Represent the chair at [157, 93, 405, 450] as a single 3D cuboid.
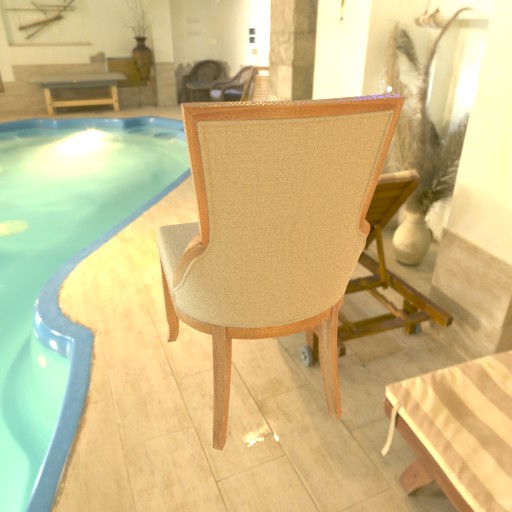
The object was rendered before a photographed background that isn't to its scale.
[{"bbox_3d":[0.000,0.000,1.302,0.524,0.947,0.641,-8,28,-16],"label":"chair"}]
